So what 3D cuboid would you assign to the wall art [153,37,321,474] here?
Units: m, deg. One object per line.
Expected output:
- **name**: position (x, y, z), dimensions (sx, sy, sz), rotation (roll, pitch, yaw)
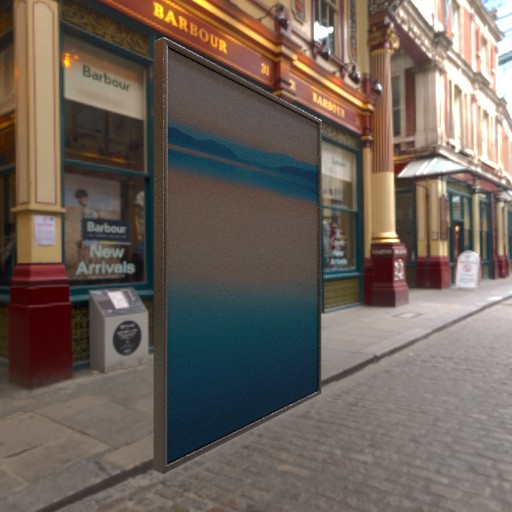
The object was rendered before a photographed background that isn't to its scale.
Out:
- **wall art**: position (0.000, 0.000, 1.407), dimensions (0.037, 1.062, 0.801), rotation (0, -1, 37)
